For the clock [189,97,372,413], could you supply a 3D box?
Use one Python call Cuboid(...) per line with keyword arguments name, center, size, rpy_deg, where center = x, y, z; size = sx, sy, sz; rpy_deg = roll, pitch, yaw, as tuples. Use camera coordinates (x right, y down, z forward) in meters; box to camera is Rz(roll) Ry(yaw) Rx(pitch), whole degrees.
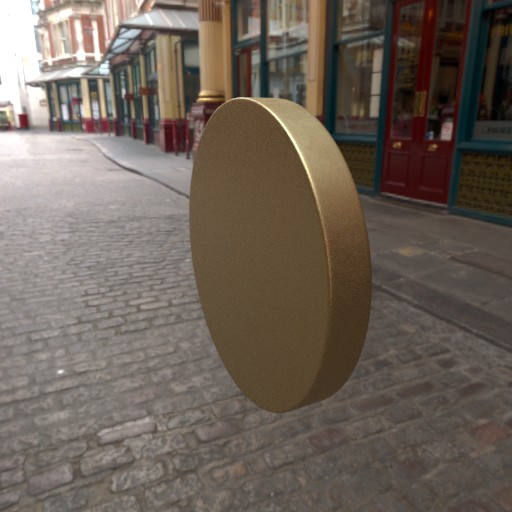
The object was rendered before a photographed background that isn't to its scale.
Cuboid(name="clock", center=(0.000, 0.000, 0.466), size=(0.040, 0.314, 0.314), rpy_deg=(-8, 18, -26))
